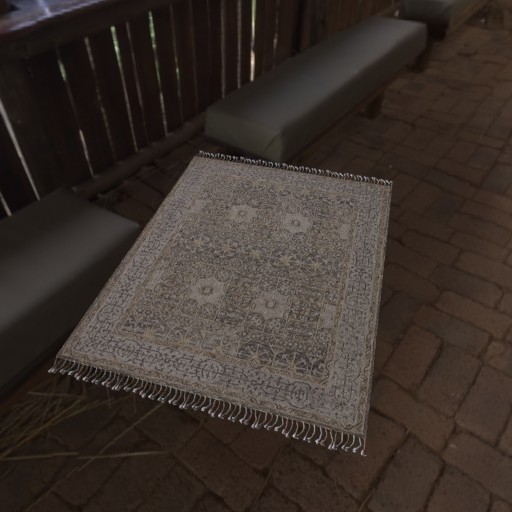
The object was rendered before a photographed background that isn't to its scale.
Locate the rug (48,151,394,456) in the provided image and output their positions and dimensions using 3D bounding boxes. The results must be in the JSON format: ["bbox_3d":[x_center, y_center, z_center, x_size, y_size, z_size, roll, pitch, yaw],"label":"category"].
[{"bbox_3d":[0.000,0.000,4.297,2.431,0.017,3.291,11,46,11],"label":"rug"}]
